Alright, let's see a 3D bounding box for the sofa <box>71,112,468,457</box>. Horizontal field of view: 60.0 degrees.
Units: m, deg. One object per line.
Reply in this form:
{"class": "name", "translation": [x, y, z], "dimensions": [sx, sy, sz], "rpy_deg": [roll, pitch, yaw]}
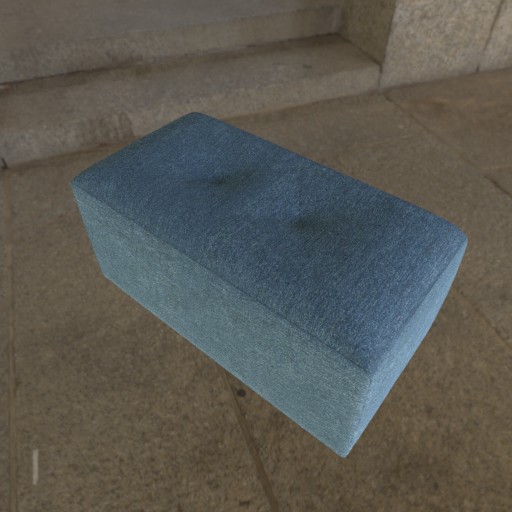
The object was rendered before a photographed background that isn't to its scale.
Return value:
{"class": "sofa", "translation": [0.000, 0.000, 1.226], "dimensions": [0.930, 0.470, 0.480], "rpy_deg": [30, 53, 26]}
